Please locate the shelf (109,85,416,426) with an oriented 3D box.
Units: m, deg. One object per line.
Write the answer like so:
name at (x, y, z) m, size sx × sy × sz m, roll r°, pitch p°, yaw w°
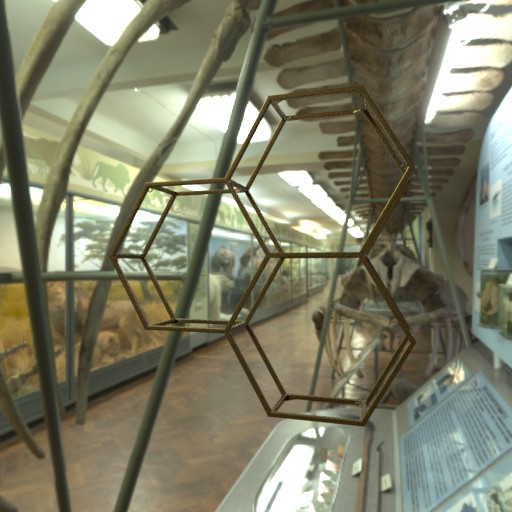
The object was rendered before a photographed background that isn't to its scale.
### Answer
shelf at (0.000, 0.000, 1.054) m, size 0.708 × 0.701 × 0.150 m, roll 0°, pitch -1°, yaw 17°
